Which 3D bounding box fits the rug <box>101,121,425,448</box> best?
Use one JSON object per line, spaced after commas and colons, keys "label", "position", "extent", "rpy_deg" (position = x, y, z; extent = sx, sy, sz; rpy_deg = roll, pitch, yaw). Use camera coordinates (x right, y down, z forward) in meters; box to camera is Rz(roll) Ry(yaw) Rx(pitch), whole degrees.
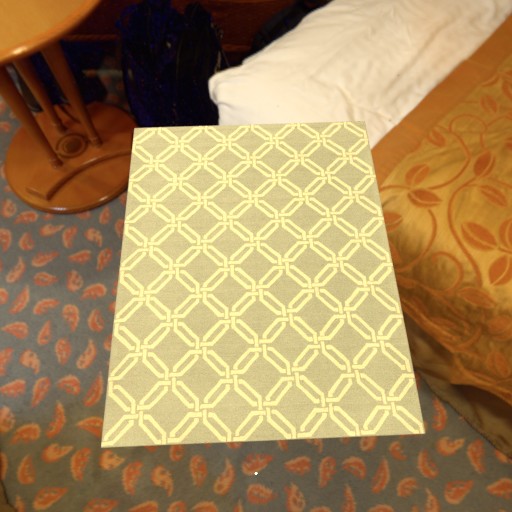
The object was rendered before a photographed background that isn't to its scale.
{"label": "rug", "position": [0.000, 0.000, 3.753], "extent": [2.288, 0.018, 2.895], "rpy_deg": [-2, 64, -1]}
